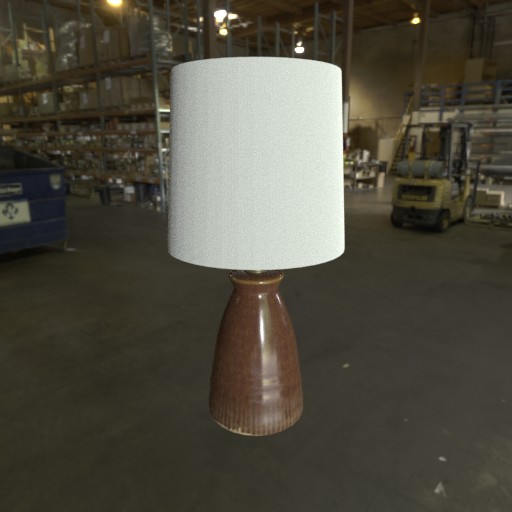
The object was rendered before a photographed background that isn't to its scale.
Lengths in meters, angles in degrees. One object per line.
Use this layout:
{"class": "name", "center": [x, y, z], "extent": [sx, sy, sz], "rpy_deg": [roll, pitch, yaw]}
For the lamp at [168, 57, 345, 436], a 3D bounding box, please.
{"class": "lamp", "center": [0.000, 0.000, 0.478], "extent": [0.186, 0.369, 0.186], "rpy_deg": [0, 14, 0]}
